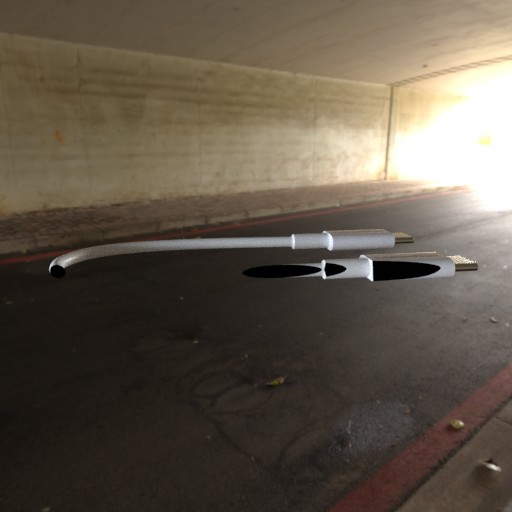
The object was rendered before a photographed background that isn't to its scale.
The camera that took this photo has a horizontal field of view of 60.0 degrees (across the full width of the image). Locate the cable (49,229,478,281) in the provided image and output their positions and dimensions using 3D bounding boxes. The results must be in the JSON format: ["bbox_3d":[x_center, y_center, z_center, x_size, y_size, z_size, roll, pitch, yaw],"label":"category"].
[{"bbox_3d":[0.000,0.000,0.114,0.098,0.005,0.041,-2,14,-9],"label":"cable"}]
